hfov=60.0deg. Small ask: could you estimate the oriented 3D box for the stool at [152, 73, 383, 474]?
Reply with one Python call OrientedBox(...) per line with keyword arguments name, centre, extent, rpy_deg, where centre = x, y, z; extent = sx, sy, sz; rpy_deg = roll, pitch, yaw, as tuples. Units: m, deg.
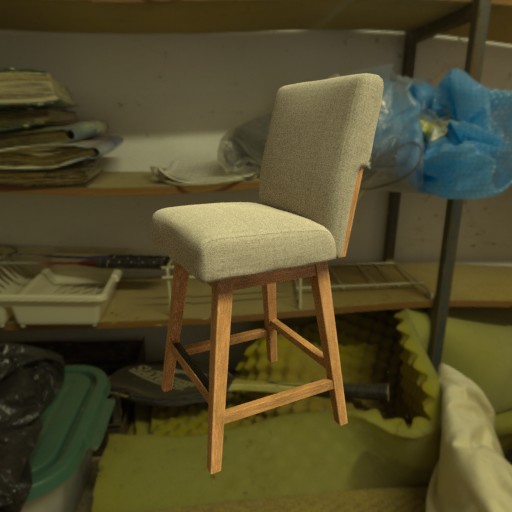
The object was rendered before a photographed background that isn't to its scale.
OrientedBox(name="stool", centre=(0.000, 0.000, 1.330), extent=(0.526, 1.010, 0.459), rpy_deg=(-8, 18, -27))
